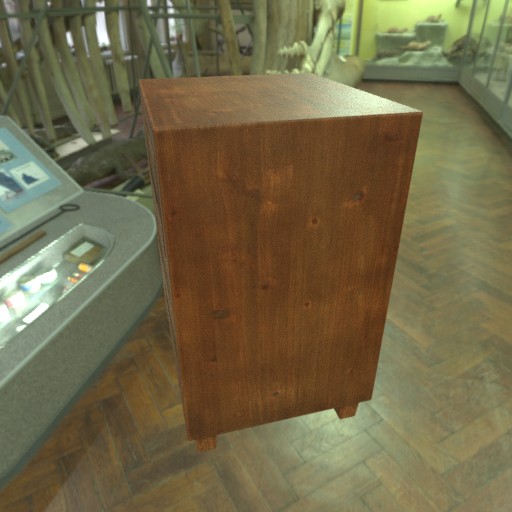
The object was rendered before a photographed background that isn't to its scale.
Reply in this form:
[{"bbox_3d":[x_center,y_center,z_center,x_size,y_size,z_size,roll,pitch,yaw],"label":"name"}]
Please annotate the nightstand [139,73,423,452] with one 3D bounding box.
[{"bbox_3d":[0.000,0.000,0.991,0.410,0.695,0.465,-8,30,-13],"label":"nightstand"}]
